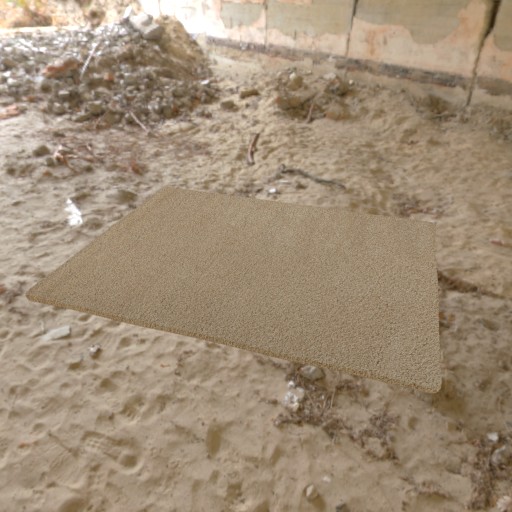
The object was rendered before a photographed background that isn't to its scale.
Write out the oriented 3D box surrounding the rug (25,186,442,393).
[{"bbox_3d":[0.000,0.000,2.067,1.600,0.025,1.199,10,33,15],"label":"rug"}]
